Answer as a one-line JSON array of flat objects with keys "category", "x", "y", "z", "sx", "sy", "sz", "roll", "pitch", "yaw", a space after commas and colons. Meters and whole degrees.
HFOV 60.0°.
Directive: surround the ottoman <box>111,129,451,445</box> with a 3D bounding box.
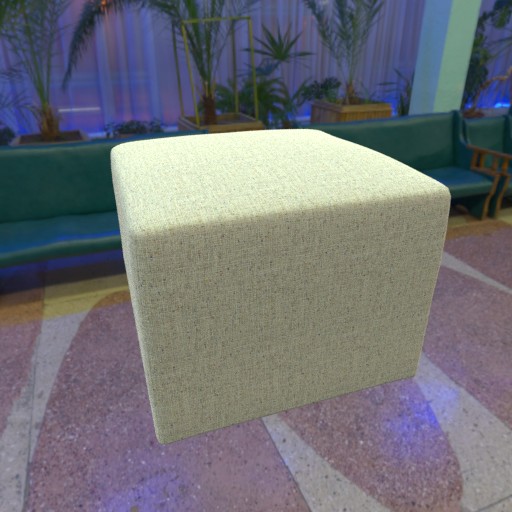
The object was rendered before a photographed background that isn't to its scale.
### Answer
[{"category": "ottoman", "x": 0.000, "y": 0.000, "z": 0.929, "sx": 0.521, "sy": 0.453, "sz": 0.512, "roll": -9, "pitch": 29, "yaw": -17}]
